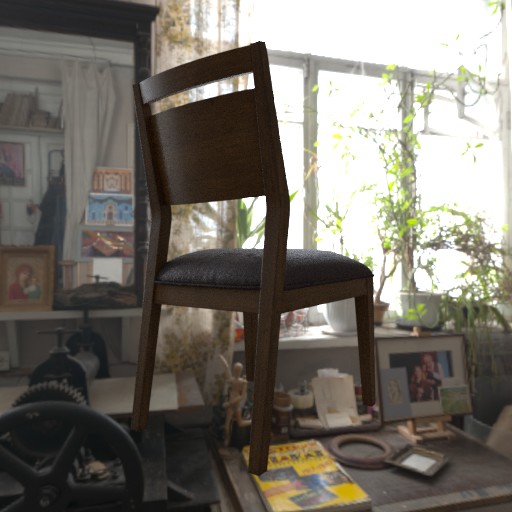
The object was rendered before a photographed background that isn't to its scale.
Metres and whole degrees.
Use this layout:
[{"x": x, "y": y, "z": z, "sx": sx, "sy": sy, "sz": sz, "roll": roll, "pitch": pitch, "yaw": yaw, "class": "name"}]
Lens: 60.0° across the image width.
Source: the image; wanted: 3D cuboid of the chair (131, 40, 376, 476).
[{"x": 0.000, "y": 0.000, "z": 1.299, "sx": 0.501, "sy": 0.939, "sz": 0.610, "roll": 0, "pitch": 0, "yaw": 36, "class": "chair"}]
